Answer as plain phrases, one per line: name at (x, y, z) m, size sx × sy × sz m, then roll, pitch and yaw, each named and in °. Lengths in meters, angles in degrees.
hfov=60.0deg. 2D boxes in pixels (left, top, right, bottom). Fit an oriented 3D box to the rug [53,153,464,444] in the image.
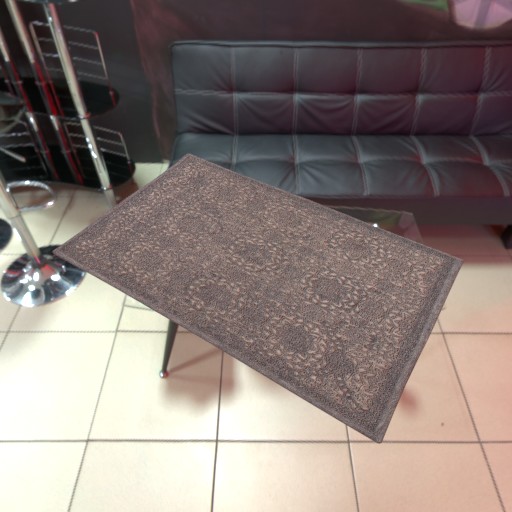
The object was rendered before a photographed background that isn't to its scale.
rug at (0.000, 0.000, 3.147) m, size 2.498 × 0.022 × 1.535 m, roll 25°, pitch 51°, yaw 22°
